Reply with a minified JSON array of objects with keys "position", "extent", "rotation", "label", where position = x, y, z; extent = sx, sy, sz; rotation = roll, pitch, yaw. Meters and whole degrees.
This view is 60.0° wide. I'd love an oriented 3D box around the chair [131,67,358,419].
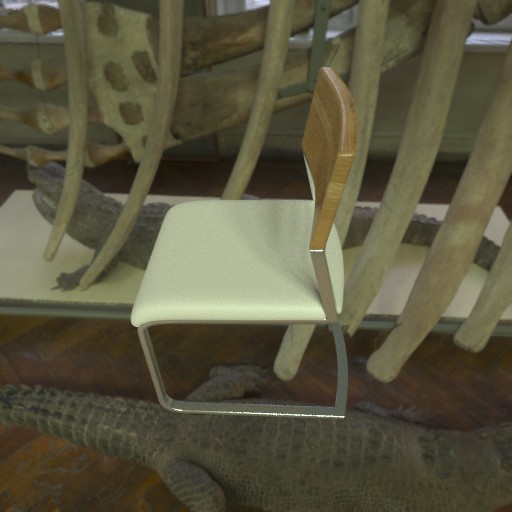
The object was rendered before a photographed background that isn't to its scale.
[{"position":[0.000,0.000,1.193],"extent":[0.585,0.844,0.467],"rotation":[2,40,2],"label":"chair"}]
